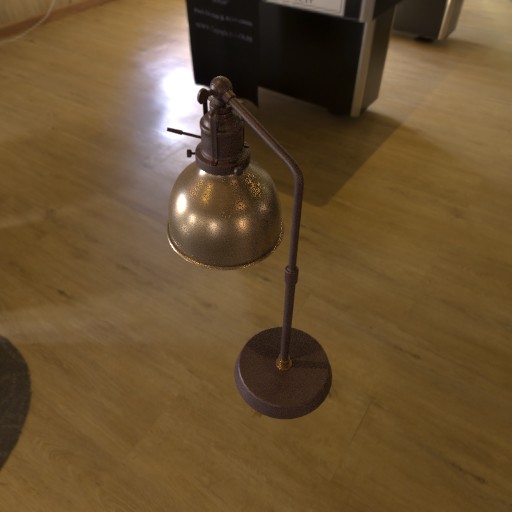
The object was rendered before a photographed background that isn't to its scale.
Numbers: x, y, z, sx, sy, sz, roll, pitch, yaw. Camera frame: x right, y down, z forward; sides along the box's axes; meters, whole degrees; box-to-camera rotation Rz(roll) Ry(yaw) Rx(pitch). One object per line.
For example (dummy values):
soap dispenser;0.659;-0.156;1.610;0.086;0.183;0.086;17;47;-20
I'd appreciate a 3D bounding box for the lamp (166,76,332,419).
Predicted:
lamp;0.000;0.000;0.616;0.175;0.469;0.298;-31;54;-27
